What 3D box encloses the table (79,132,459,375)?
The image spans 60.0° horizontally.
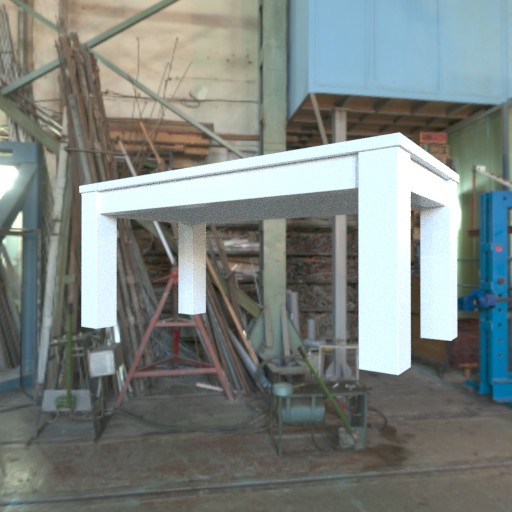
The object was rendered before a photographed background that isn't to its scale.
[{"bbox_3d":[0.000,0.000,2.325,1.800,0.790,0.900,0,0,36],"label":"table"}]
